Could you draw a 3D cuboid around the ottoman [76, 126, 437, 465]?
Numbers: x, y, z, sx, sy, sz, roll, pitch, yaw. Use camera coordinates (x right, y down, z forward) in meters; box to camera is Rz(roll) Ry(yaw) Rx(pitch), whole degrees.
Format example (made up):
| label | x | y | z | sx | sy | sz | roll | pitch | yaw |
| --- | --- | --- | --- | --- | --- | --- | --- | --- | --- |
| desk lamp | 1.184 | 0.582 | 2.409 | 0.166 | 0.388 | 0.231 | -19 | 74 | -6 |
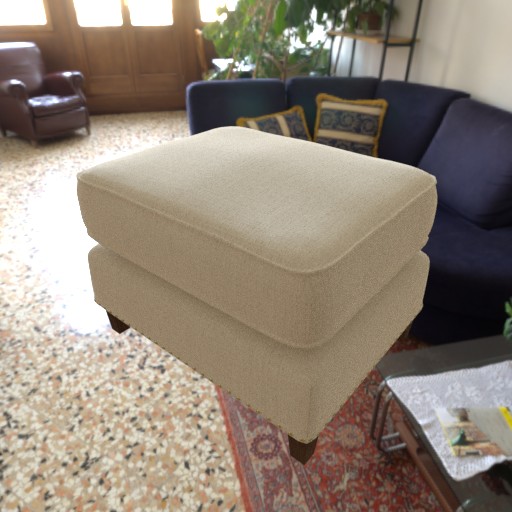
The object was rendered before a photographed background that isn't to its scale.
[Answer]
| label | x | y | z | sx | sy | sz | roll | pitch | yaw |
| --- | --- | --- | --- | --- | --- | --- | --- | --- | --- |
| ottoman | 0.000 | 0.000 | 1.158 | 0.738 | 0.537 | 0.589 | 23 | 38 | 33 |
